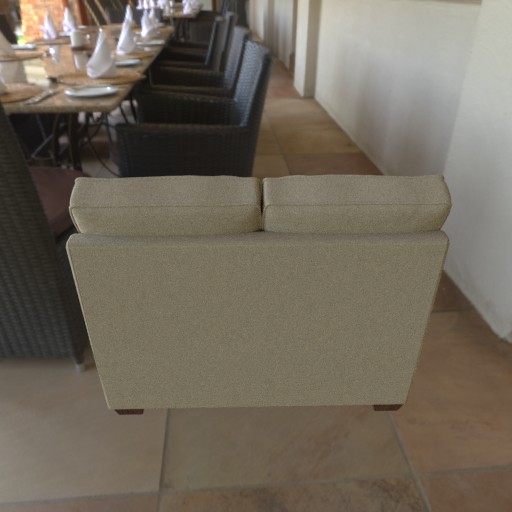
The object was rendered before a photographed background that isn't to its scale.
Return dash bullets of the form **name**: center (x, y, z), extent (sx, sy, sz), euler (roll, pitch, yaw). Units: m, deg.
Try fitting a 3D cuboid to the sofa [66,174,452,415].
- **sofa**: center (0.000, 0.000, 1.969), extent (1.237, 1.008, 0.951), euler (-1, 31, -1)
